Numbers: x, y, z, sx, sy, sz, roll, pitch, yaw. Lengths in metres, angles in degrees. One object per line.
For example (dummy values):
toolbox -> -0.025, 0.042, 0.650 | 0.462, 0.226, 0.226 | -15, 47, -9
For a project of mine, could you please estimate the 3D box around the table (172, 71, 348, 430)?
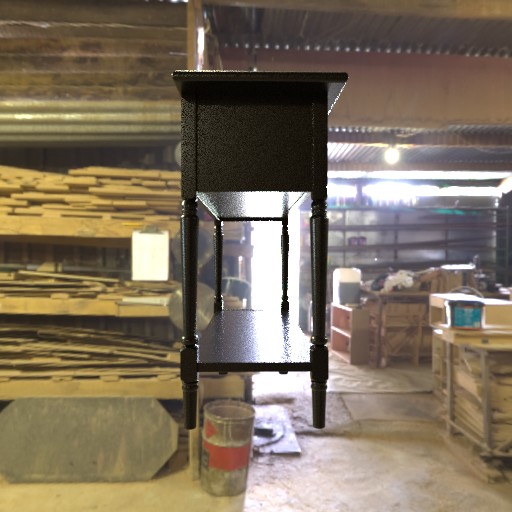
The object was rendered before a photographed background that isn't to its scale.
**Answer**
table -> 0.000, 0.000, 1.563 | 0.386, 0.819, 1.191 | 0, 0, -1
